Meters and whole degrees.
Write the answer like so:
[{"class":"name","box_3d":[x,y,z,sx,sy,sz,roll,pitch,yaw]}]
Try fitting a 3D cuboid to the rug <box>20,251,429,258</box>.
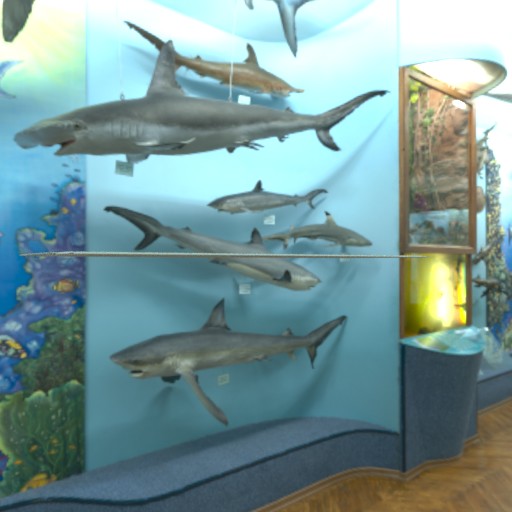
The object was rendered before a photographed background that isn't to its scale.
[{"class":"rug","box_3d":[0.000,0.000,2.699,2.480,0.013,0.786,0,-1,-36]}]
